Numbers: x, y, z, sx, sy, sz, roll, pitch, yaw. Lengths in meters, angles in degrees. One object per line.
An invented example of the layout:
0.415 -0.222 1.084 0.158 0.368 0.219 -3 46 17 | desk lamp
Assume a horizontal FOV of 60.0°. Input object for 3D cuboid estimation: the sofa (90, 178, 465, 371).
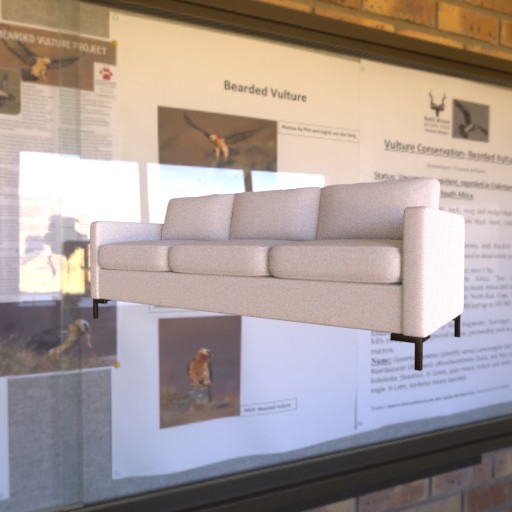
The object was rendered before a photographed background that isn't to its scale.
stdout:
0.000 0.000 2.726 2.218 0.874 0.859 1 2 35 | sofa
